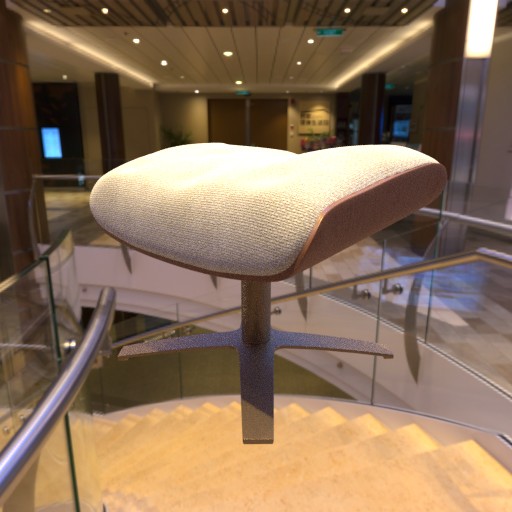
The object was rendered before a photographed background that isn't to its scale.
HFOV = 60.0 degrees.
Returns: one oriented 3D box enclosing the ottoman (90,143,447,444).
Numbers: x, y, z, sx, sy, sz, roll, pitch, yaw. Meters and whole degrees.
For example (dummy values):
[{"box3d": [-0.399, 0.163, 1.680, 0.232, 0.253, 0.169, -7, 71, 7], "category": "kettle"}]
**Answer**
[{"box3d": [0.000, 0.000, 0.799, 0.520, 0.391, 0.394, 14, 20, 42], "category": "ottoman"}]
